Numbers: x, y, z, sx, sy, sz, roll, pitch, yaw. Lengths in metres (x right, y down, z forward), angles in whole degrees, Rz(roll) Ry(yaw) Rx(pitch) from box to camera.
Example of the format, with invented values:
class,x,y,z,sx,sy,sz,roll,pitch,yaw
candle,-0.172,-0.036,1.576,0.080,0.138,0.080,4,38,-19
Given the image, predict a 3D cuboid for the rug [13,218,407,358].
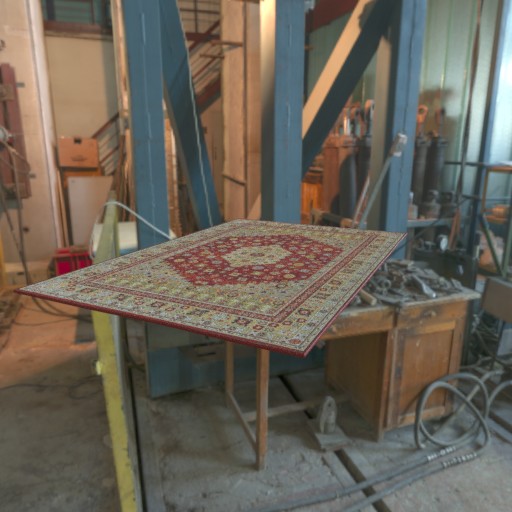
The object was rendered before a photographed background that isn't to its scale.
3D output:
class,x,y,z,sx,sy,sz,roll,pitch,yaw
rug,0.000,0.000,2.229,1.194,0.013,1.802,7,16,26
